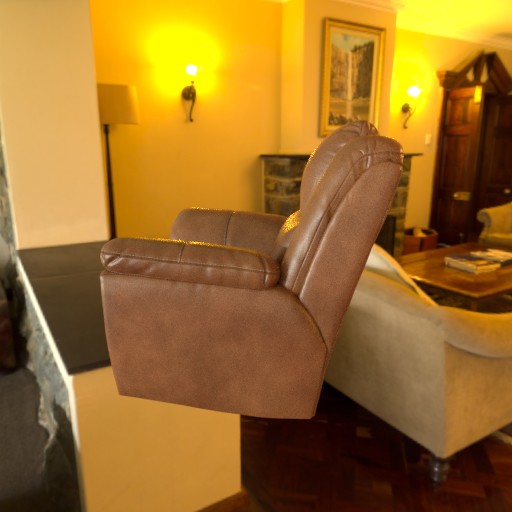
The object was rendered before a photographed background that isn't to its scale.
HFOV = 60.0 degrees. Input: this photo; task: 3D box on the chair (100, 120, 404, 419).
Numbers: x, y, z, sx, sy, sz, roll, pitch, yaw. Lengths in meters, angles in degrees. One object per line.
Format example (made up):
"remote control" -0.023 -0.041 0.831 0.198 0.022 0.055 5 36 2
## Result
"chair" 0.000 0.000 1.918 1.041 1.093 0.990 2 14 8
